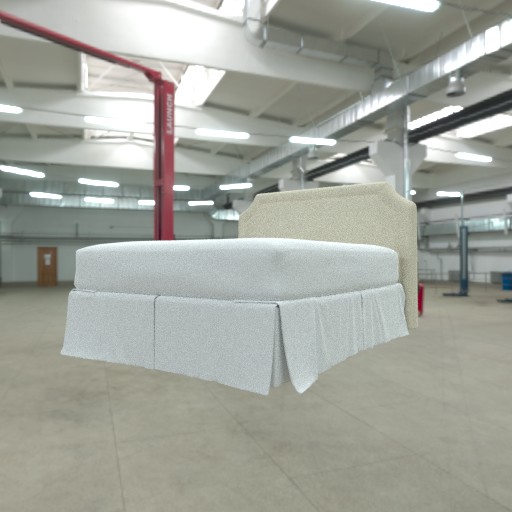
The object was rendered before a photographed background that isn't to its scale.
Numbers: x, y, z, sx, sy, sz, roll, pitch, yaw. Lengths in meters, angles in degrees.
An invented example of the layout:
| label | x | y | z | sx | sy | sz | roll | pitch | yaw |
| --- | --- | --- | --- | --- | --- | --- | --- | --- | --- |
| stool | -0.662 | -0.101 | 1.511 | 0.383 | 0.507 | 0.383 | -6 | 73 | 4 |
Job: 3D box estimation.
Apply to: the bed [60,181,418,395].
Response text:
| label | x | y | z | sx | sy | sz | roll | pitch | yaw |
| --- | --- | --- | --- | --- | --- | --- | --- | --- | --- |
| bed | 0.000 | 0.000 | 3.343 | 1.827 | 1.296 | 2.209 | 0 | 0 | 34 |
